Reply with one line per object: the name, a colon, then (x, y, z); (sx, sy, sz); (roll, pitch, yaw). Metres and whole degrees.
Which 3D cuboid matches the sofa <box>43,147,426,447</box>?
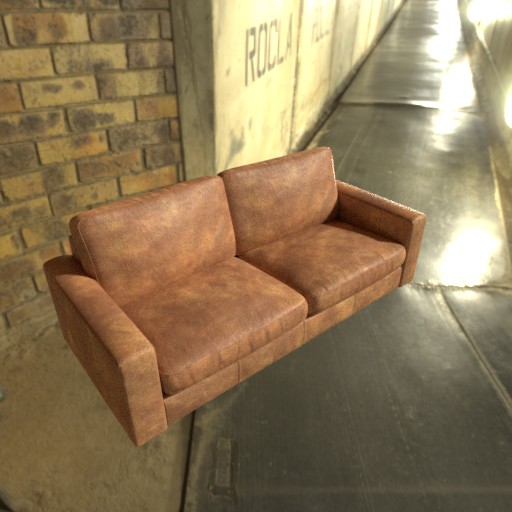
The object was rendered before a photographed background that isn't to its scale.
sofa: (0.000, 0.000, 2.717); (2.179, 0.873, 1.016); (-23, 38, -33)
